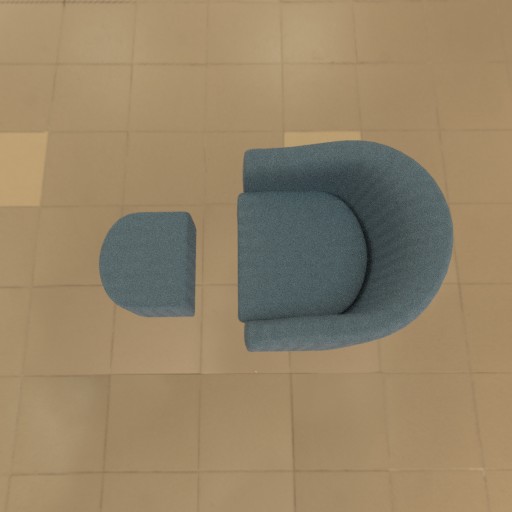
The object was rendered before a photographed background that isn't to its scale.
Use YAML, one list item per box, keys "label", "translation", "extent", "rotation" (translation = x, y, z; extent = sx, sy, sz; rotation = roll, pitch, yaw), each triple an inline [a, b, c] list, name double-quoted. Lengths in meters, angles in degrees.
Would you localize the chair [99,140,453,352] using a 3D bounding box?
- label: "chair"
  translation: [0.000, 0.000, 1.792]
  extent: [1.288, 0.757, 0.756]
  rotation: [-1, 75, 0]
